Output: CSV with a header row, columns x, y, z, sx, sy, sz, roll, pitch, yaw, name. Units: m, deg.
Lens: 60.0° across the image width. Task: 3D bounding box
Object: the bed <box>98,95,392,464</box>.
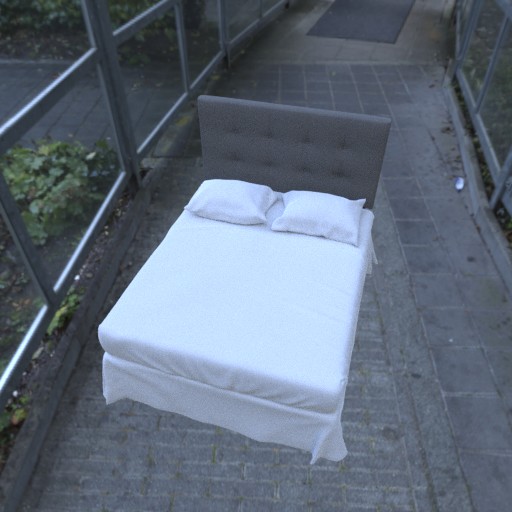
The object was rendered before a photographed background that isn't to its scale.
x,y,z,sx,sy,sz,roll,pitch,yaw,name
0.000,0.000,3.439,1.936,1.577,2.222,11,43,12,bed
